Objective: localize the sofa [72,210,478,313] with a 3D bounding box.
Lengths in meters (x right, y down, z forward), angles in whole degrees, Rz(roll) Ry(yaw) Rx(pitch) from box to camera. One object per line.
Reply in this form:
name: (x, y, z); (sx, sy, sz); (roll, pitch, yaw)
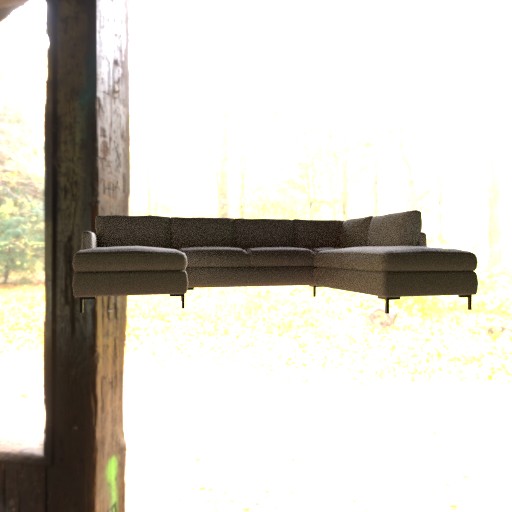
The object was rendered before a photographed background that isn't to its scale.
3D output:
sofa: (0.000, 0.000, 3.617); (2.737, 0.756, 1.879); (0, 0, -17)
